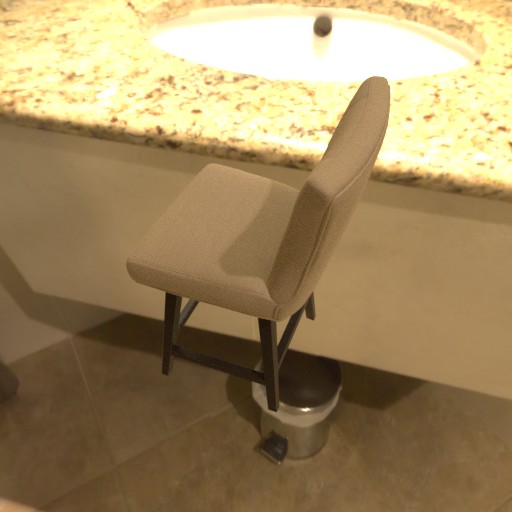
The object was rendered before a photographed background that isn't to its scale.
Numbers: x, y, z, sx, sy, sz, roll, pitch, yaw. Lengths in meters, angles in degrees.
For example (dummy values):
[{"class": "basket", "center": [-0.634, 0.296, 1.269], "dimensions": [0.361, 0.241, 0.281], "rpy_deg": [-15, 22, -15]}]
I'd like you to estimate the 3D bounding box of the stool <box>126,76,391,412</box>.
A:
[{"class": "stool", "center": [0.000, 0.000, 1.349], "dimensions": [0.574, 1.000, 0.514], "rpy_deg": [17, 49, 16]}]
